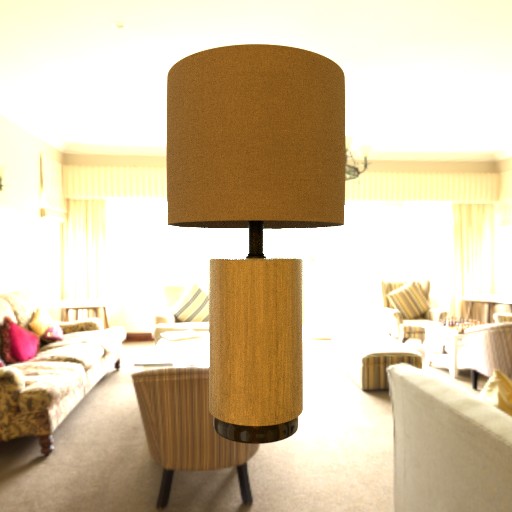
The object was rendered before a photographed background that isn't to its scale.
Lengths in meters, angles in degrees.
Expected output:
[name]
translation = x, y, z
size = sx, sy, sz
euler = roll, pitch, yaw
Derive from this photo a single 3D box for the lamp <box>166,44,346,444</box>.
[lamp]
translation = 0.000, 0.000, 0.577
size = 0.228, 0.444, 0.228
euler = 1, 1, 35
